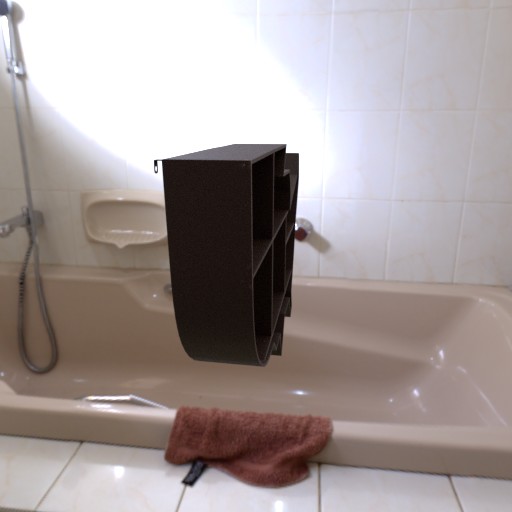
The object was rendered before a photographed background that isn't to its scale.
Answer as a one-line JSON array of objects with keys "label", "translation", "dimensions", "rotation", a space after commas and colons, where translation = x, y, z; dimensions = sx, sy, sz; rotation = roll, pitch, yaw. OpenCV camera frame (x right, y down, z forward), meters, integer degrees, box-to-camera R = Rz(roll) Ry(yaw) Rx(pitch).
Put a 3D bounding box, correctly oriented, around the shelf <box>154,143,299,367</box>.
[{"label": "shelf", "translation": [0.000, 0.000, 0.896], "dimensions": [0.112, 0.439, 0.729], "rotation": [3, 17, 9]}]
